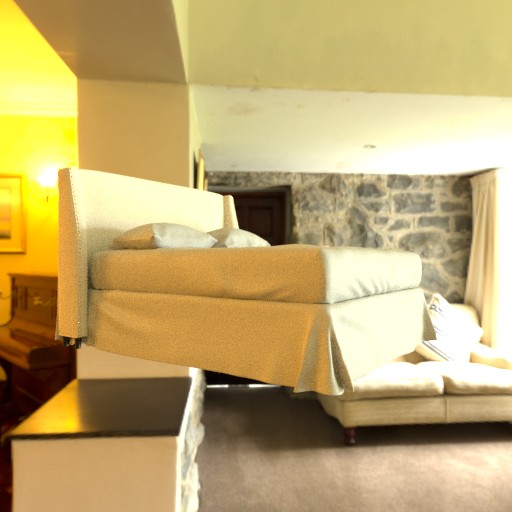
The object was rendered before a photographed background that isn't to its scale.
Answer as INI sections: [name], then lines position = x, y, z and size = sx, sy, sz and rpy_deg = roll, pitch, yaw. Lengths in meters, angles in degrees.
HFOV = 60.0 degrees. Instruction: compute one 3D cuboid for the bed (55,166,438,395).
[bed]
position = 0.000, 0.000, 3.369
size = 2.276, 1.332, 1.925
rpy_deg = 0, 0, 36
